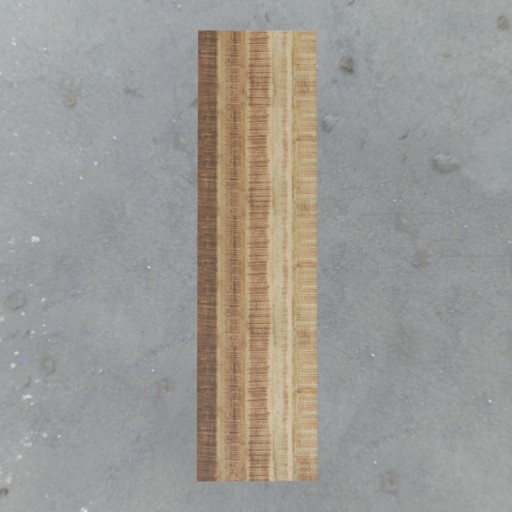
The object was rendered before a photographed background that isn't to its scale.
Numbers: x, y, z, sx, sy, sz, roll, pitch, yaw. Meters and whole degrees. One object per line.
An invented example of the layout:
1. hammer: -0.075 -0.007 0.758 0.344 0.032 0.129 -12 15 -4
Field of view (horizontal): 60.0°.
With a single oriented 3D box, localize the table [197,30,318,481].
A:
1. table: 0.000 0.000 1.903 0.405 0.810 1.524 0 89 -1
